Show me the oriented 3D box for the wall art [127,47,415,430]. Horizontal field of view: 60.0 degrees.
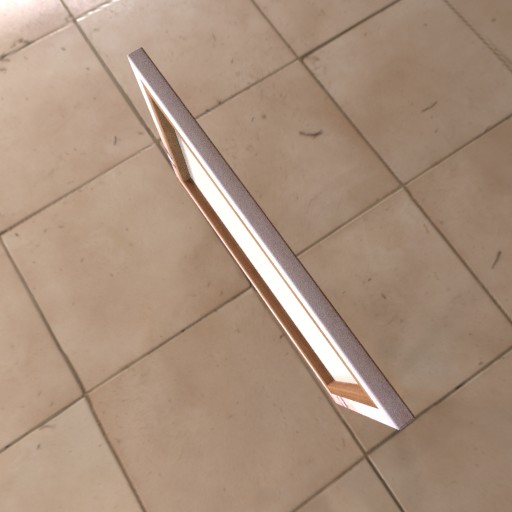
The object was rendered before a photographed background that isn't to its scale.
[{"bbox_3d":[0.000,0.000,1.146,0.038,0.609,0.913,-34,78,-8],"label":"wall art"}]
